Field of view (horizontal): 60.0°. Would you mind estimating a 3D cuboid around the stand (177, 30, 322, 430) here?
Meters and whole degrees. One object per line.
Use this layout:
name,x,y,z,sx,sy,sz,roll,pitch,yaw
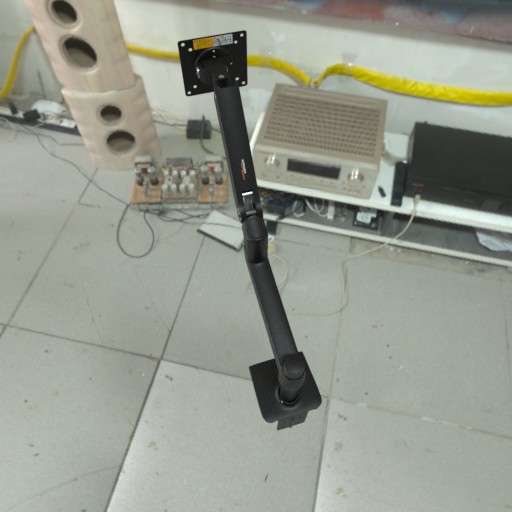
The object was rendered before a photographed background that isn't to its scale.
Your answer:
stand,0.000,0.000,1.044,0.152,0.713,0.650,-14,58,-9
